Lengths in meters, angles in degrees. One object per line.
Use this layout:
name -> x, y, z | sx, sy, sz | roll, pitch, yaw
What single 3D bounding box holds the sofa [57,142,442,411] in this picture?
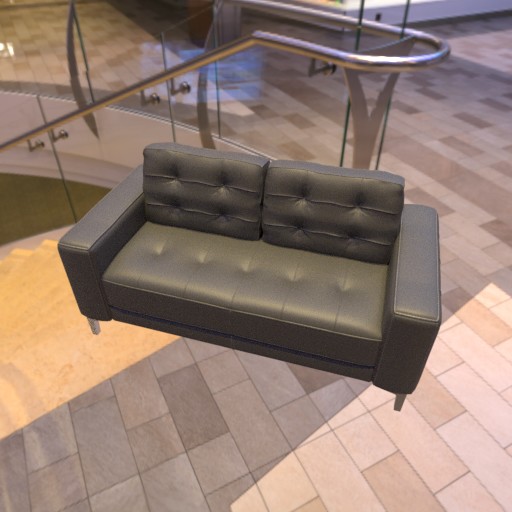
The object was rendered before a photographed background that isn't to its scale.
sofa -> 0.000, 0.000, 2.263 | 1.726, 0.893, 0.833 | 11, 40, 13
